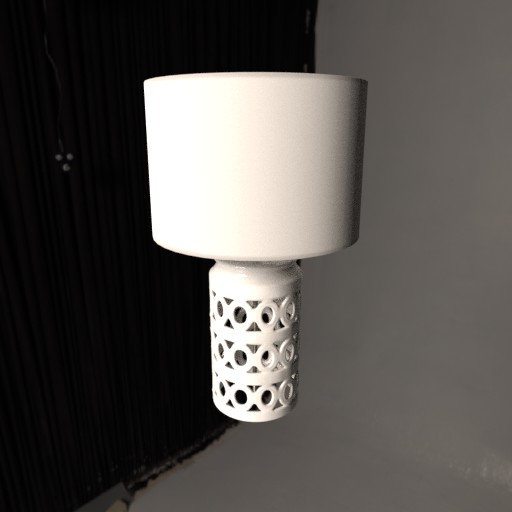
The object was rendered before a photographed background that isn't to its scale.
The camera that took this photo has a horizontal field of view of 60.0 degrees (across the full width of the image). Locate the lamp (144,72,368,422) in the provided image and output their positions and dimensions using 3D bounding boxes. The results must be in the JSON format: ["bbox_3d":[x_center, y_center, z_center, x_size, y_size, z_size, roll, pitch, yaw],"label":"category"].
[{"bbox_3d":[0.000,0.000,0.693,0.310,0.502,0.310,0,17,0],"label":"lamp"}]
